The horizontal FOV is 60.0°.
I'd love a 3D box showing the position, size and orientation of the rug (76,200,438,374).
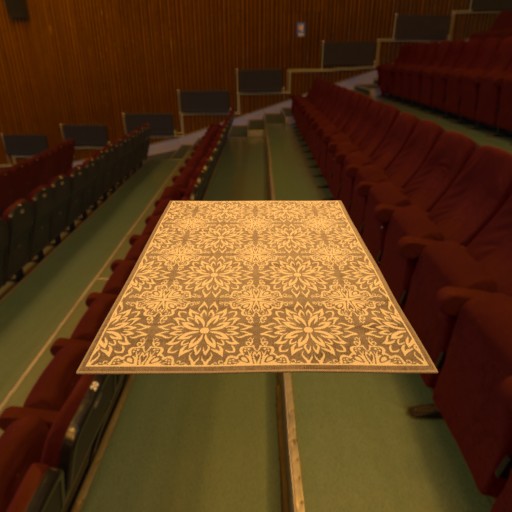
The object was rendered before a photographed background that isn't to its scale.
[{"bbox_3d":[0.000,0.000,2.326,1.224,0.012,1.847,0,25,0],"label":"rug"}]
